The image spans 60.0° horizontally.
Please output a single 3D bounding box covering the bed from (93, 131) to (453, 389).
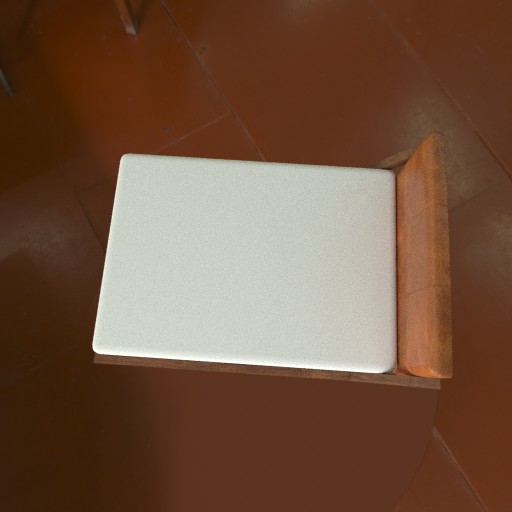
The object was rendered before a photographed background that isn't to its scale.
[{"bbox_3d":[0.000,0.000,3.189,2.311,1.168,1.651,4,76,1],"label":"bed"}]
